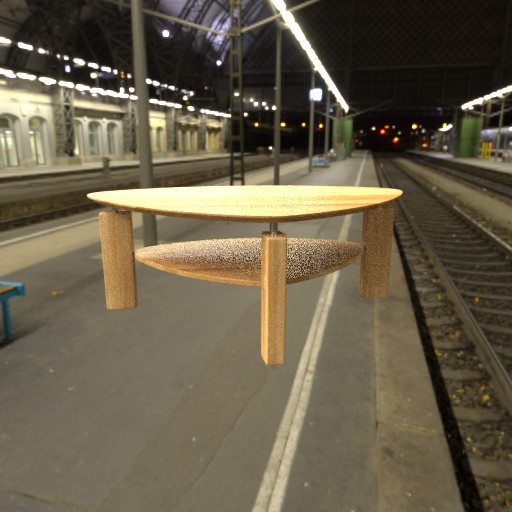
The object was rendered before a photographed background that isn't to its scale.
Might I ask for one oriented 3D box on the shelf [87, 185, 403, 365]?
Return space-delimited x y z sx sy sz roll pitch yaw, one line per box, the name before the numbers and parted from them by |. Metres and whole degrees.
shelf | 0.000 0.000 1.648 1.240 0.439 0.863 -2 14 -7
